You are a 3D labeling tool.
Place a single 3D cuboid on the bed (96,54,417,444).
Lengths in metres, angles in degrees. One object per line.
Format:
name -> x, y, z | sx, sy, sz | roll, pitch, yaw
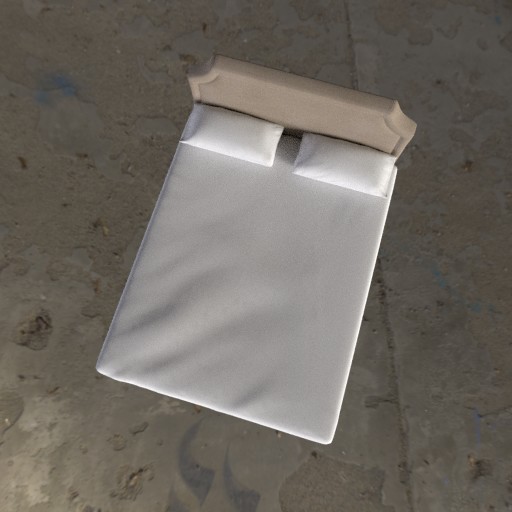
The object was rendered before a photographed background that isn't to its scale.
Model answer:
bed -> 0.000, 0.000, 3.536 | 1.977, 1.293, 2.498 | 16, 76, 4
